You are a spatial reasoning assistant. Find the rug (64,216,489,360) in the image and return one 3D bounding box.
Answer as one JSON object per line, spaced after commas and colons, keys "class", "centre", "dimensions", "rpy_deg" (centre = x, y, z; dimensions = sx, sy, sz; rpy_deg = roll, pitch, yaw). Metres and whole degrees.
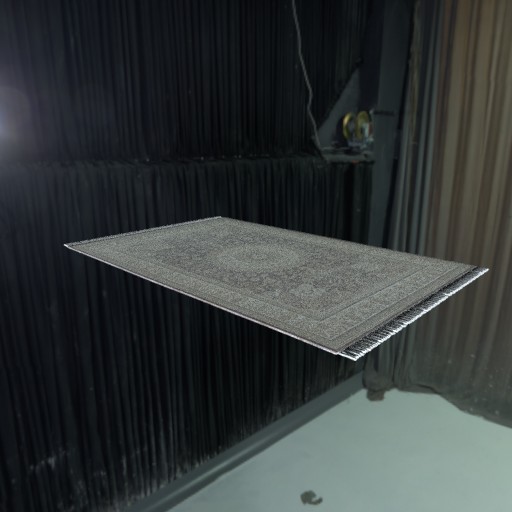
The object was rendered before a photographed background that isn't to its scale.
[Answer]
{"class": "rug", "centre": [0.000, 0.000, 2.947], "dimensions": [2.440, 0.010, 1.528], "rpy_deg": [15, 21, 42]}
